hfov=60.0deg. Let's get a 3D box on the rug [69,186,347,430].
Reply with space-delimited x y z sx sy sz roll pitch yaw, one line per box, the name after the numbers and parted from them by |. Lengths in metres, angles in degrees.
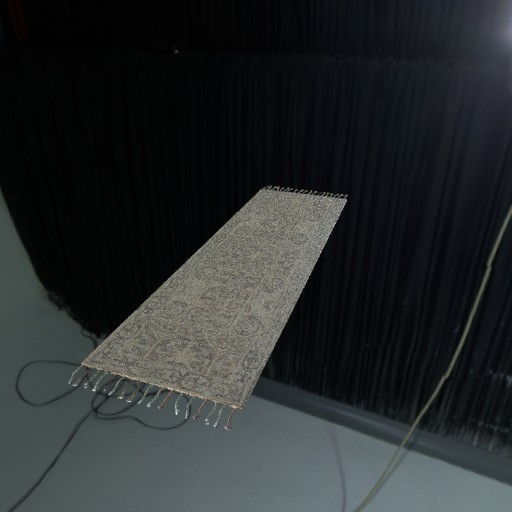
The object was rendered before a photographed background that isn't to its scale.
0.000 0.000 2.846 0.762 0.011 2.664 10 29 17 | rug
